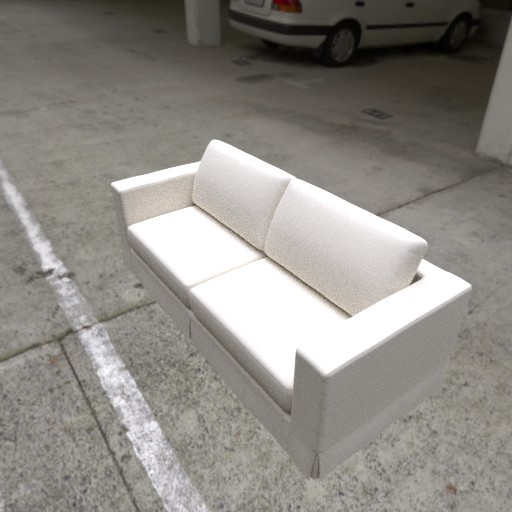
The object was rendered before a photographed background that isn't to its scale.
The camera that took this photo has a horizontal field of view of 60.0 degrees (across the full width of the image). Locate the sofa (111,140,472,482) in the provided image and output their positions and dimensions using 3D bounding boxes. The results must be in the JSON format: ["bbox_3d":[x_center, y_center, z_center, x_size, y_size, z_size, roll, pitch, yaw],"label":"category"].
[{"bbox_3d":[0.000,0.000,2.646,0.954,0.881,2.163,-21,38,-30],"label":"sofa"}]
